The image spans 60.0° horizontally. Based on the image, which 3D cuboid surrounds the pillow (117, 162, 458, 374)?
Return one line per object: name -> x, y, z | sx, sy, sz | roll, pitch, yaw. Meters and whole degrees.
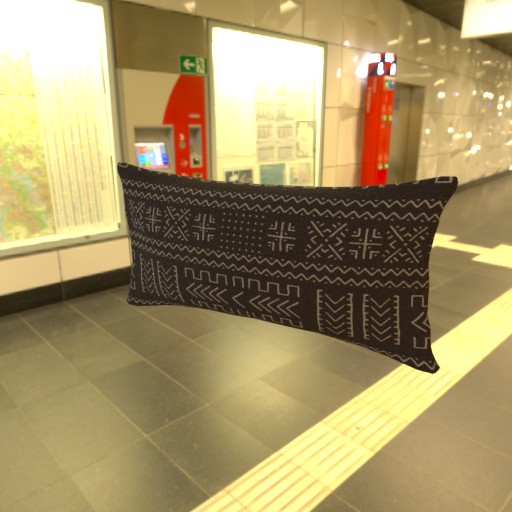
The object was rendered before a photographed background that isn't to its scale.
pillow -> 0.000, 0.000, 0.822 | 0.667, 0.322, 0.135 | 8, 18, 26
